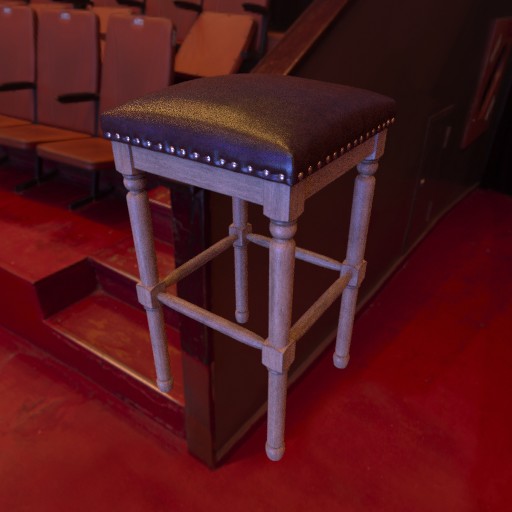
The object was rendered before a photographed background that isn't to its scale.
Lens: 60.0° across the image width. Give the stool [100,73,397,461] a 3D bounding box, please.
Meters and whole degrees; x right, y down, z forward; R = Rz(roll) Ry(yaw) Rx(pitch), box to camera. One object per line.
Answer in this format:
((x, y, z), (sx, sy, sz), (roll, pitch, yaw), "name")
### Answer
((0.000, 0.000, 0.932), (0.382, 0.702, 0.383), (20, 37, 29), "stool")
